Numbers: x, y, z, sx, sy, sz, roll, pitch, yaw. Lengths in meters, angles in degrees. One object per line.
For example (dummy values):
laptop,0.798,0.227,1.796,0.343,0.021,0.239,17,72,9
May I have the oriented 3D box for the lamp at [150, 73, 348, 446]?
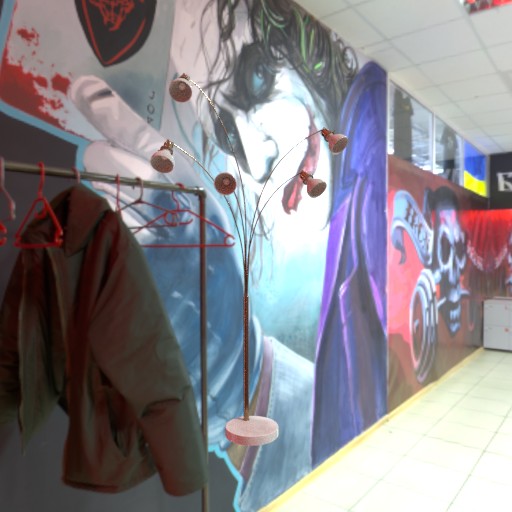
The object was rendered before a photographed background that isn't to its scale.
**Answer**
lamp,0.000,0.000,3.009,1.405,2.423,0.361,0,1,-19
